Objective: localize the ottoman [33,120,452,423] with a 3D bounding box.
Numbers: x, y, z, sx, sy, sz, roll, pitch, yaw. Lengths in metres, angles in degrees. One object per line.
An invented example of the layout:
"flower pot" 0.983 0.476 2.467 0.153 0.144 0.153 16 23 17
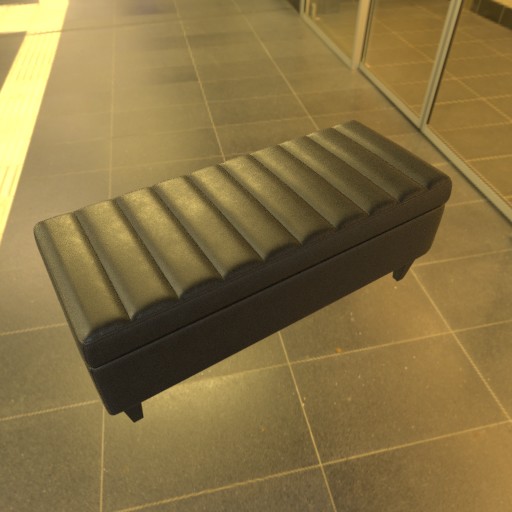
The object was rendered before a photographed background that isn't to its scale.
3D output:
"ottoman" 0.000 0.000 1.410 1.151 0.469 0.482 -23 49 -22
